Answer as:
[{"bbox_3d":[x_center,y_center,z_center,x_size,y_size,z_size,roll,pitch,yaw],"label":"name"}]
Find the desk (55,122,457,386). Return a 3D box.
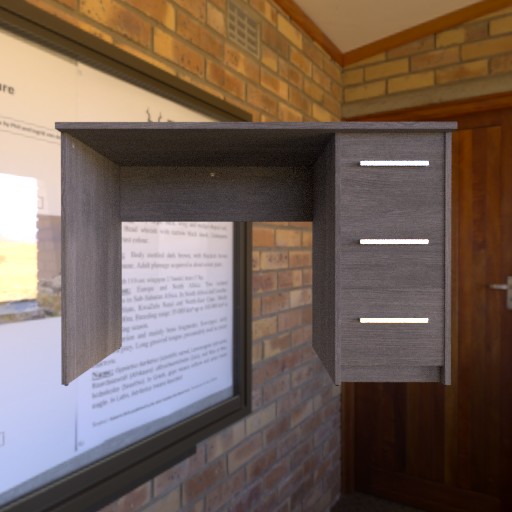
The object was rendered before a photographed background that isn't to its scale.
[{"bbox_3d":[0.000,0.000,1.490,1.097,0.735,0.560,0,0,0],"label":"desk"}]
